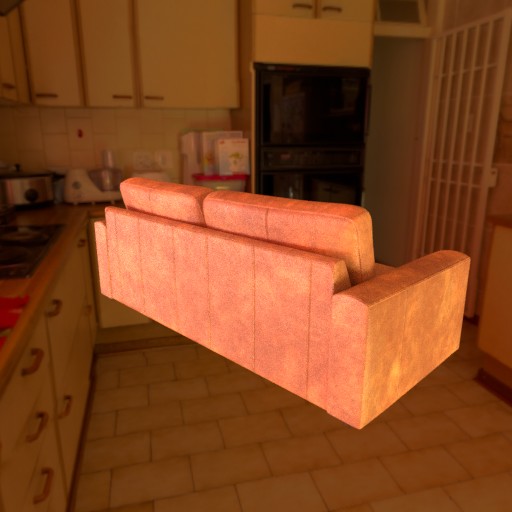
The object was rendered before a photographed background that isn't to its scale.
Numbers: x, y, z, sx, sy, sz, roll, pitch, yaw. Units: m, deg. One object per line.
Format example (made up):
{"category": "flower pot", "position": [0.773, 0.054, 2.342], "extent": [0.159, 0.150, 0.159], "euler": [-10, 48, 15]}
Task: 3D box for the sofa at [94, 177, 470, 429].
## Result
{"category": "sofa", "position": [0.000, 0.000, 2.709], "extent": [1.016, 0.873, 2.179], "euler": [-15, 21, -43]}
